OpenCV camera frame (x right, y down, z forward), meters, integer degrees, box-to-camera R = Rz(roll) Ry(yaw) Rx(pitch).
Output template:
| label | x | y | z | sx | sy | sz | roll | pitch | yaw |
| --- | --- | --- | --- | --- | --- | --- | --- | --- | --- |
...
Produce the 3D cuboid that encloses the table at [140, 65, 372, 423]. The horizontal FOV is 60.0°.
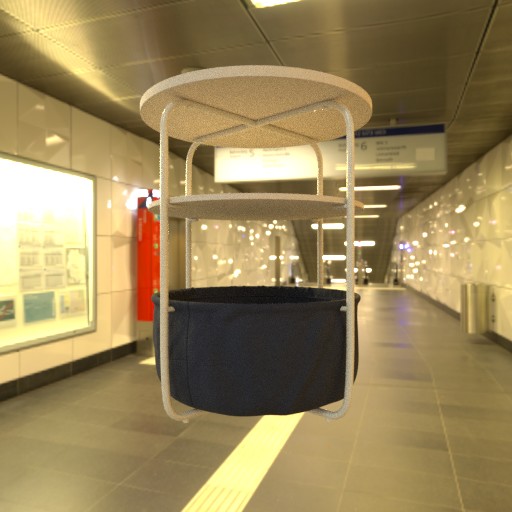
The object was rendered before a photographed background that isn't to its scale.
| label | x | y | z | sx | sy | sz | roll | pitch | yaw |
| --- | --- | --- | --- | --- | --- | --- | --- | --- | --- |
| table | 0.000 | 0.000 | 0.826 | 0.418 | 0.532 | 0.418 | 0 | 0 | -1 |
